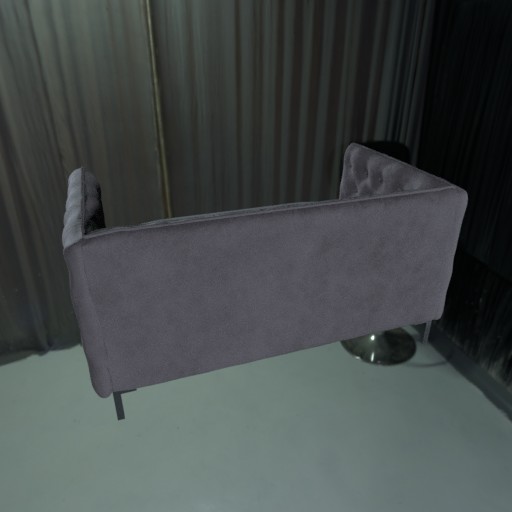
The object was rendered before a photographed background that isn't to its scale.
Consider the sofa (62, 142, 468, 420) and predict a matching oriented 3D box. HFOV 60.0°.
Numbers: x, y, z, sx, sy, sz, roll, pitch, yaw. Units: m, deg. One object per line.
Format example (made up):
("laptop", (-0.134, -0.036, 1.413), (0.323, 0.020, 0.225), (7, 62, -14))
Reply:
("sofa", (0.000, 0.000, 2.113), (1.583, 0.810, 0.909), (-9, 28, -17))
